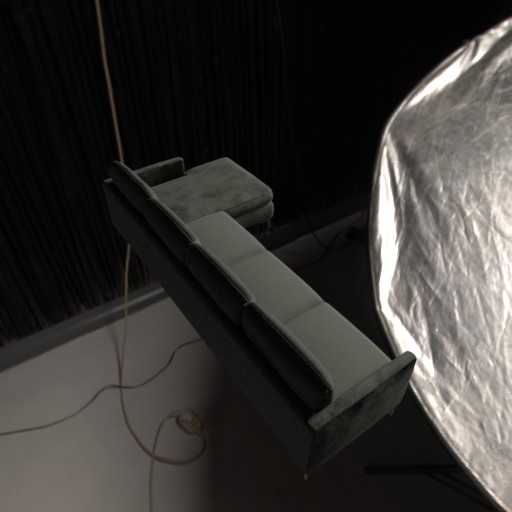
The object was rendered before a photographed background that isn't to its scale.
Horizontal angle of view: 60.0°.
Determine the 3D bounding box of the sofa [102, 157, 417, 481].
[{"bbox_3d":[0.000,0.000,3.234,1.255,0.756,2.725,-25,47,-26],"label":"sofa"}]
